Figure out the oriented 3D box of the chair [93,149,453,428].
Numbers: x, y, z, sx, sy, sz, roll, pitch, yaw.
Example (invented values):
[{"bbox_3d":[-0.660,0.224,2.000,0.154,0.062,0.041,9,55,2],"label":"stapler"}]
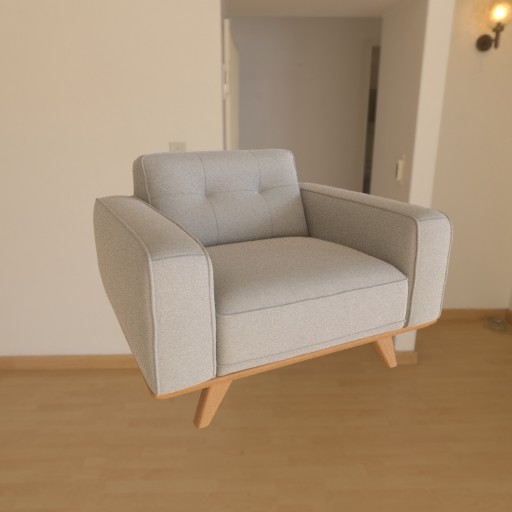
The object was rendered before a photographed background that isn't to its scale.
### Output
[{"bbox_3d":[0.000,0.000,1.749,1.115,0.779,0.953,-8,19,-26],"label":"chair"}]
